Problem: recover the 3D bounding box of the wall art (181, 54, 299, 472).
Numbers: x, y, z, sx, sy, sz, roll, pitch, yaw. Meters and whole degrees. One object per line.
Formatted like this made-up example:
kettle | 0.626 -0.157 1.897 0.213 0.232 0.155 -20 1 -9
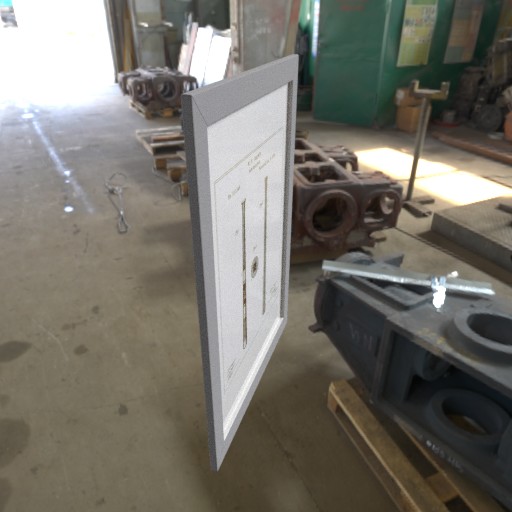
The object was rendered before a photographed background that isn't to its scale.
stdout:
wall art | 0.000 0.000 0.675 0.012 0.529 0.374 10 31 17
